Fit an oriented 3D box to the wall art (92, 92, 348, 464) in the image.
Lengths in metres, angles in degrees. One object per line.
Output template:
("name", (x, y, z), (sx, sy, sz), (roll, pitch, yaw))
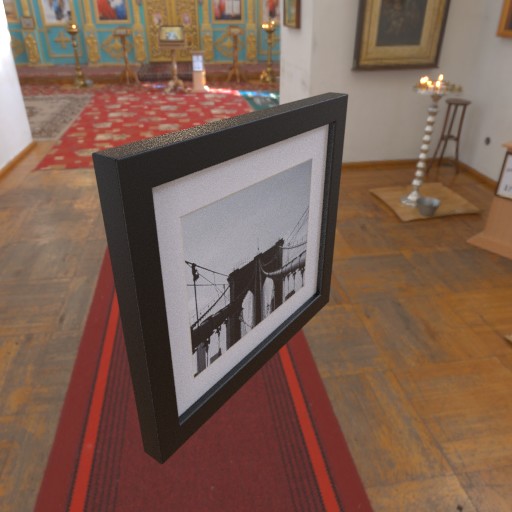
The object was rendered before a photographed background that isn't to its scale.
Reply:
("wall art", (0.000, 0.000, 0.536), (0.028, 0.330, 0.380), (19, 33, 31))
